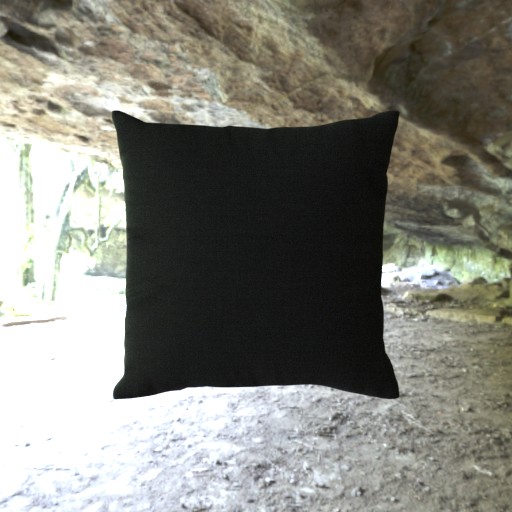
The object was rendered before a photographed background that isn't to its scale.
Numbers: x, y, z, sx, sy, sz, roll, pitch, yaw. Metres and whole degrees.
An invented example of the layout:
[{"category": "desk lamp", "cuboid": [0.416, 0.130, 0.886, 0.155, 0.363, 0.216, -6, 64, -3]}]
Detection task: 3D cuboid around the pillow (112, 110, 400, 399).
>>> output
[{"category": "pillow", "cuboid": [0.000, 0.000, 0.664, 0.432, 0.432, 0.139, 0, 2, 0]}]
